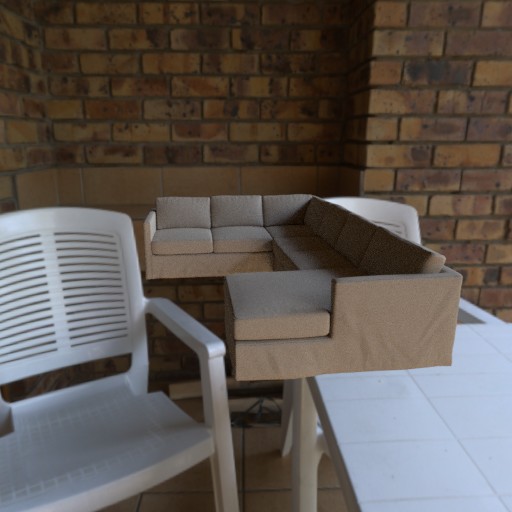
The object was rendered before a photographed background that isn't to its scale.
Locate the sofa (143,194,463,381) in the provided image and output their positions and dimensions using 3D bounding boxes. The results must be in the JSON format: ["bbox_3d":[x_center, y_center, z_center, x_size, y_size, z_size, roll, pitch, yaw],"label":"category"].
[{"bbox_3d":[0.000,0.000,4.583,2.427,0.882,3.460,-2,15,-8],"label":"sofa"}]
